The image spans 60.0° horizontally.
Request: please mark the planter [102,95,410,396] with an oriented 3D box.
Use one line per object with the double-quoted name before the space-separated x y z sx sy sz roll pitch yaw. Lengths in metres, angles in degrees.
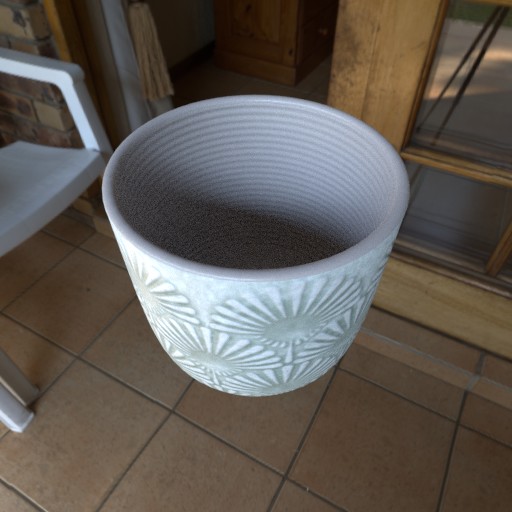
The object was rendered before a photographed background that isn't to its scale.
"planter" 0.000 0.000 0.222 0.124 0.109 0.124 0 47 0
